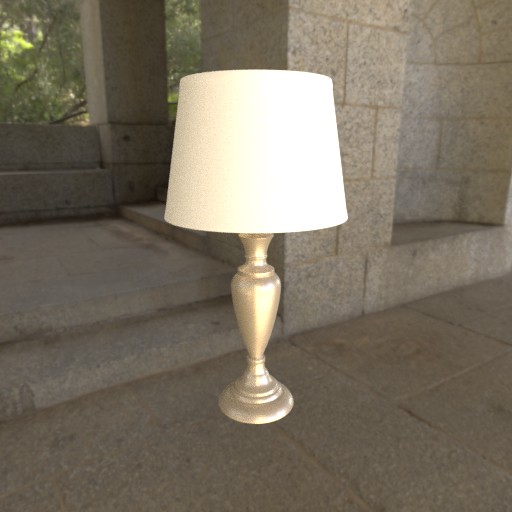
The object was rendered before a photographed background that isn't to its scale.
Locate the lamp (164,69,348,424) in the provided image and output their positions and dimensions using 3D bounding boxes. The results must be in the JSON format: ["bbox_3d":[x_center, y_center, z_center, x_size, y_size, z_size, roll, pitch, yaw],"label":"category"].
[{"bbox_3d":[0.000,0.000,0.828,0.328,0.612,0.328,0,14,0],"label":"lamp"}]
